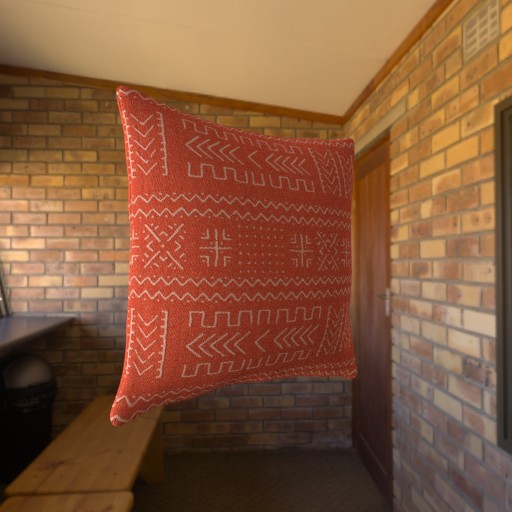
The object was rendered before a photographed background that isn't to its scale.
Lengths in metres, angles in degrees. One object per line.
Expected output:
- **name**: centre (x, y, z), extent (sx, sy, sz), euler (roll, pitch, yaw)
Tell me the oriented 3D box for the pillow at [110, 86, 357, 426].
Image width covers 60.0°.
- **pillow**: centre (0.000, 0.000, 0.670), extent (0.438, 0.429, 0.164), euler (1, -1, -36)
